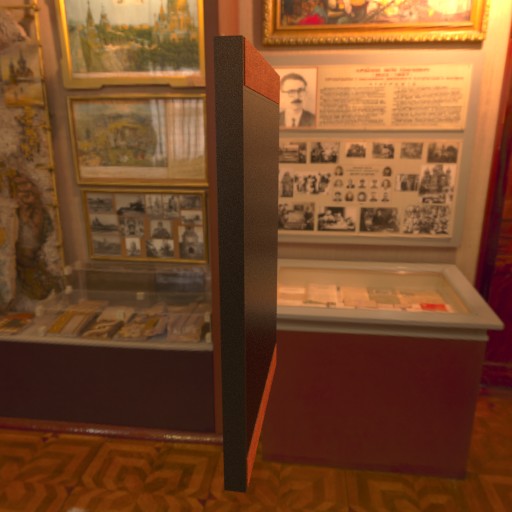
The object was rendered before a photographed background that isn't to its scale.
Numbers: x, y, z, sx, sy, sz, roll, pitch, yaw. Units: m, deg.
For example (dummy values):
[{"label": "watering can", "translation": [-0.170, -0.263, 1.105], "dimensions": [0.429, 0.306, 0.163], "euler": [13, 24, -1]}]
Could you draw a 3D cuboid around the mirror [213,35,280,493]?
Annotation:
[{"label": "mirror", "translation": [0.000, 0.000, 1.015], "dimensions": [0.047, 0.823, 0.525], "euler": [2, 16, 9]}]
